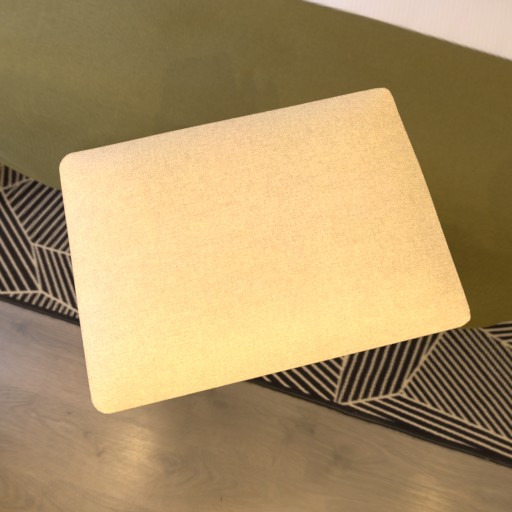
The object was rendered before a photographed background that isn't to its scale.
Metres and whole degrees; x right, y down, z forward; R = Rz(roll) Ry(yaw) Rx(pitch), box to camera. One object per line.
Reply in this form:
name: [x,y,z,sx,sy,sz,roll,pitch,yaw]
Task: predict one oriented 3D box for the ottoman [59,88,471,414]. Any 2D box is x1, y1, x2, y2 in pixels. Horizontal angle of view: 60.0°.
ottoman: [0.000,0.000,1.201,0.843,0.504,0.619,-13,76,-3]
